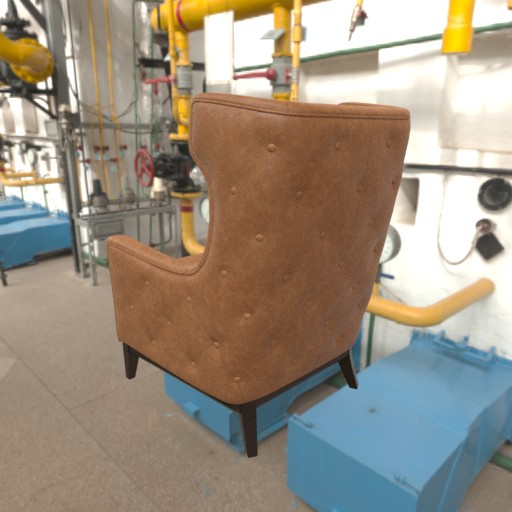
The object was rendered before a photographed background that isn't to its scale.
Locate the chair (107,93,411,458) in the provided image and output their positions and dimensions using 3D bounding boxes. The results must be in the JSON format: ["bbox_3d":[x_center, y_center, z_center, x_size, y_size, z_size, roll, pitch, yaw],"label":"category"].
[{"bbox_3d":[0.000,0.000,1.626,0.766,1.079,0.899,-14,21,-41],"label":"chair"}]
